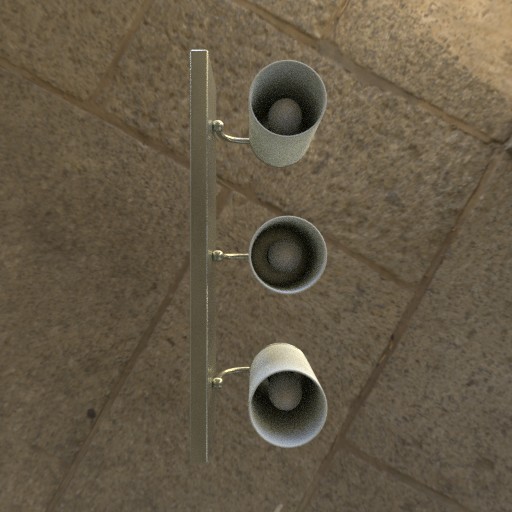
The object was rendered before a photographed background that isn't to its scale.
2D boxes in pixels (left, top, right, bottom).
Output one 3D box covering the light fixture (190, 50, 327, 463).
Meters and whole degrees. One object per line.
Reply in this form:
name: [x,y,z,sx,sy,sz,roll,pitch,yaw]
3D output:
light fixture: [0.000,0.000,0.533,0.145,0.172,0.451,0,89,0]
